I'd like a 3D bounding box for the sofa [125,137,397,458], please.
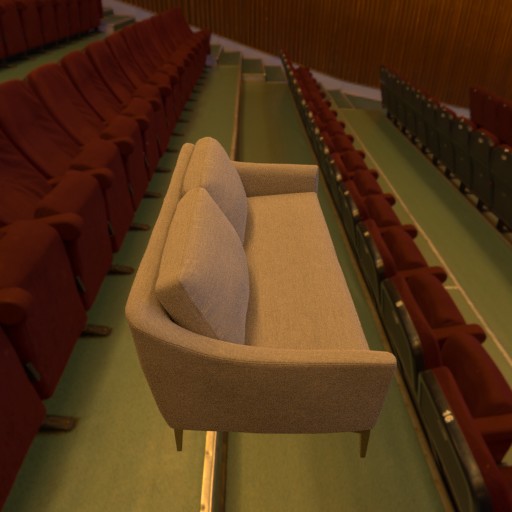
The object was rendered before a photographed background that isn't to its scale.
[{"bbox_3d":[0.000,0.000,2.522,0.980,0.913,2.036,-1,32,-1],"label":"sofa"}]
